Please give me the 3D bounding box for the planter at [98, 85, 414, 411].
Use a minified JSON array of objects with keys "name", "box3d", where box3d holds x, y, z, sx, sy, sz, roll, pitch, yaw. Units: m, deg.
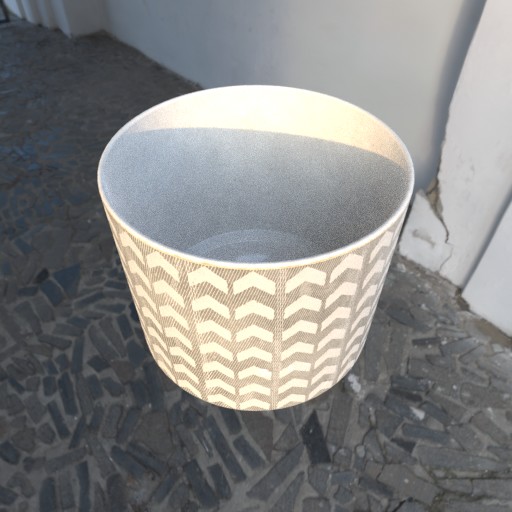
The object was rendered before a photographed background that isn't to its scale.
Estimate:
[{"name":"planter","box3d":[0.000,0.000,0.337,0.190,0.181,0.190,0,46,0]}]
